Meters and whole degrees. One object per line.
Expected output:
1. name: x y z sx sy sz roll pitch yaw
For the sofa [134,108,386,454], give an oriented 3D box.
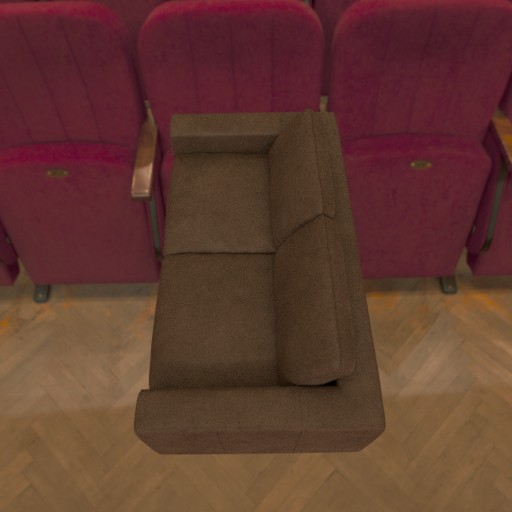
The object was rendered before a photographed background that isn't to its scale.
1. sofa: 0.000 0.000 2.443 1.070 0.800 1.920 -1 58 -1
